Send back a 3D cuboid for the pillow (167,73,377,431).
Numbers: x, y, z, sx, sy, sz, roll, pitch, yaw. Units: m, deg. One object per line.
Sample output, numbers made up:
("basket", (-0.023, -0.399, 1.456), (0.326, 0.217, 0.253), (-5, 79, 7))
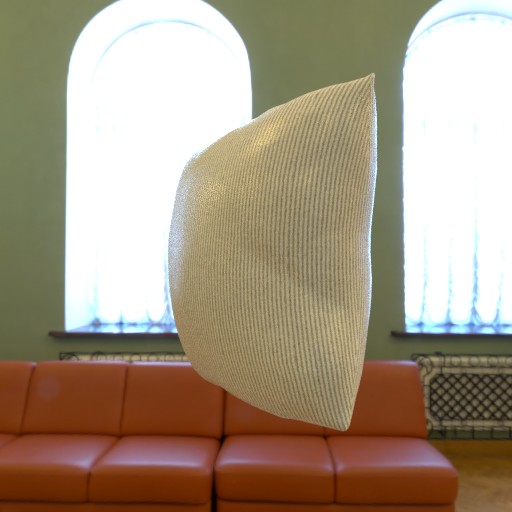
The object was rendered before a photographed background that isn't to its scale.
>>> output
("pillow", (0.000, 0.000, 0.692), (0.310, 0.432, 0.387), (0, -1, 0))
